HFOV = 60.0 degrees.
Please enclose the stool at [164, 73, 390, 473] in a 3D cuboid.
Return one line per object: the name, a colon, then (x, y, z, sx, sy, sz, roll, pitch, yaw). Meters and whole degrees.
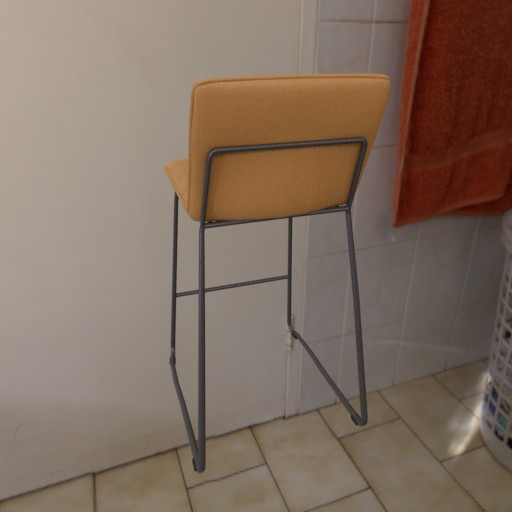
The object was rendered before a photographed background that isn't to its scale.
stool: (0.000, 0.000, 1.195, 0.489, 0.936, 0.524, -8, 27, -17)
